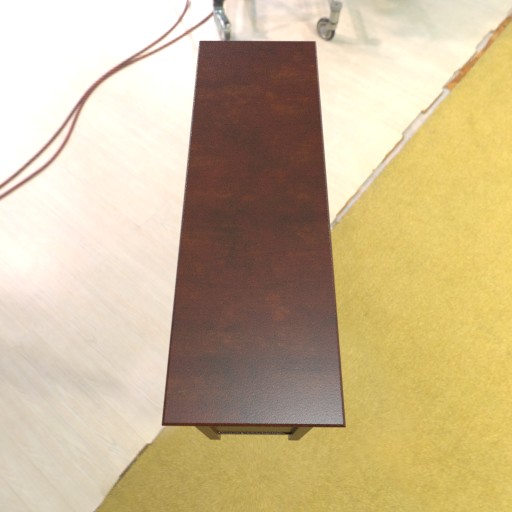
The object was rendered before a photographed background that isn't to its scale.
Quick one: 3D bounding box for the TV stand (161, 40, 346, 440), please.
[{"bbox_3d":[0.000,0.000,1.778,0.445,0.915,1.372,0,63,0],"label":"TV stand"}]
